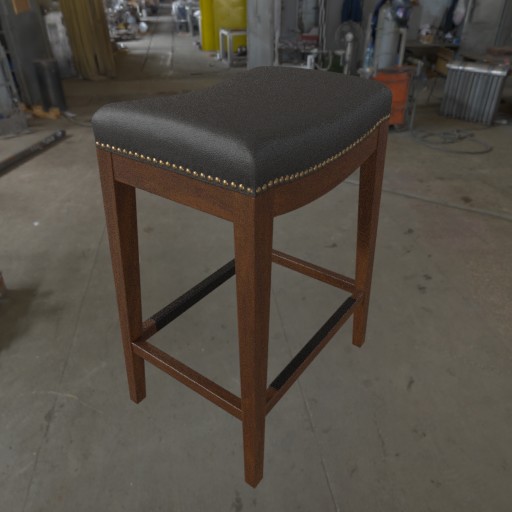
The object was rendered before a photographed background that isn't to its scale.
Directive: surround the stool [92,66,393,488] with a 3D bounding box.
[{"bbox_3d":[0.000,0.000,0.913,0.353,0.664,0.490,22,38,30],"label":"stool"}]
